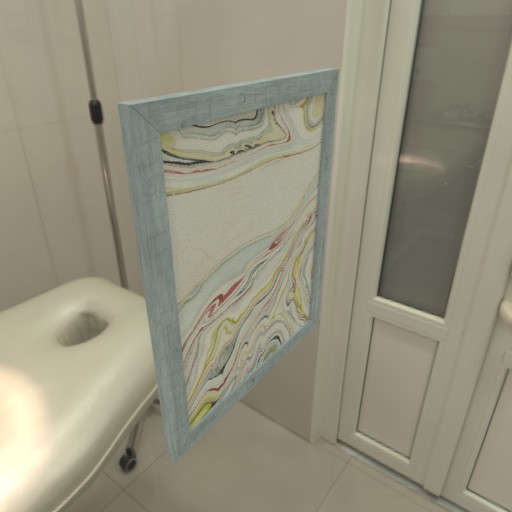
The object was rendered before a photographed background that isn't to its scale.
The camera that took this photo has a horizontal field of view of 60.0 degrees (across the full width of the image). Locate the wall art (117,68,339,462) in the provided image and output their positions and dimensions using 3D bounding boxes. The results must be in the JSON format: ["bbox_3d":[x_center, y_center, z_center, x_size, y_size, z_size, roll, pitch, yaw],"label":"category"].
[{"bbox_3d":[0.000,0.000,0.788,0.022,0.582,0.479,20,34,32],"label":"wall art"}]
